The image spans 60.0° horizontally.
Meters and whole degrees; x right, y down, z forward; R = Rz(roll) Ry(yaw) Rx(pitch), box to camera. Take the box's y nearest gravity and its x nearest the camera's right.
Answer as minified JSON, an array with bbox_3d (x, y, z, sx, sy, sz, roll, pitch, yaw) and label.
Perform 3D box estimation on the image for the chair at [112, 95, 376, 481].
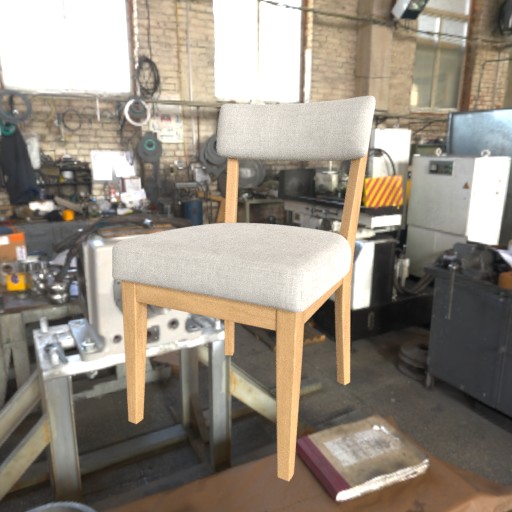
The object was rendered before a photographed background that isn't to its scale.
[{"bbox_3d":[0.000,0.000,1.186,0.508,0.832,0.572,7,15,27],"label":"chair"}]
